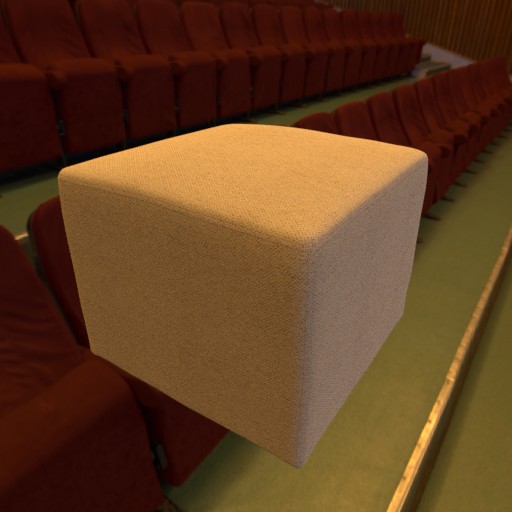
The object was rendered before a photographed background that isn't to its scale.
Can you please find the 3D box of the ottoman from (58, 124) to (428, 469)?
[{"bbox_3d":[0.000,0.000,0.905,0.512,0.453,0.521,17,32,30],"label":"ottoman"}]
